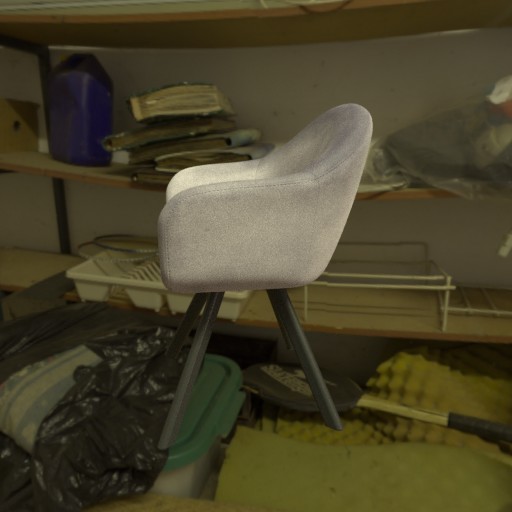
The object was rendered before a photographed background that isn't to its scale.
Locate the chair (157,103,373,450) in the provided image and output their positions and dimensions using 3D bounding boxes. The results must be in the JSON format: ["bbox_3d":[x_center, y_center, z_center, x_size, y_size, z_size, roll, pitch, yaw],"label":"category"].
[{"bbox_3d":[0.000,0.000,1.191,0.540,0.780,0.570,-2,15,-9],"label":"chair"}]
